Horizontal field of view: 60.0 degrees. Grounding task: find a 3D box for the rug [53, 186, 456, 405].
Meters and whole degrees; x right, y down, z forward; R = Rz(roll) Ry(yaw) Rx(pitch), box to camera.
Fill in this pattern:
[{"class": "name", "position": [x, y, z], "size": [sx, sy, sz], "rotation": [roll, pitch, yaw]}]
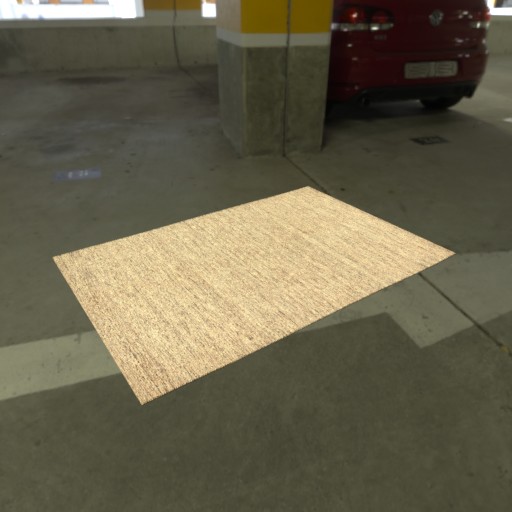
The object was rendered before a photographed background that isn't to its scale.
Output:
[{"class": "rug", "position": [0.000, 0.000, 3.023], "size": [2.283, 0.013, 1.547], "rotation": [-19, 35, -30]}]
